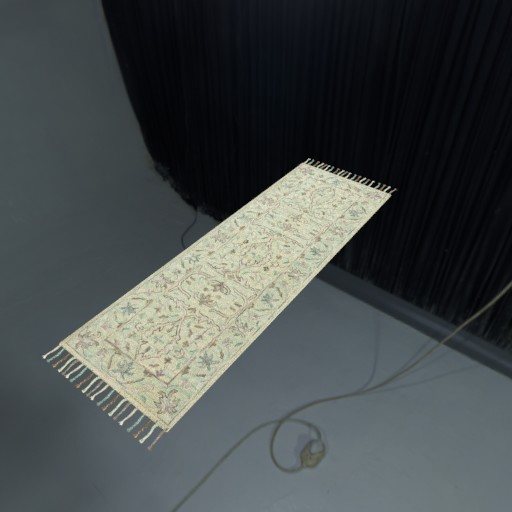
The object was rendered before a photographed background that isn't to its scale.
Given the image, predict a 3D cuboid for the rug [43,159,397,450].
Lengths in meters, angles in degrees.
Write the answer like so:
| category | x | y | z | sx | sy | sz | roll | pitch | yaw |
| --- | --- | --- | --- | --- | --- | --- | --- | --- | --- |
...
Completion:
| category | x | y | z | sx | sy | sz | roll | pitch | yaw |
| --- | --- | --- | --- | --- | --- | --- | --- | --- | --- |
| rug | 0.000 | 0.000 | 2.709 | 0.769 | 0.013 | 2.440 | 27 | 48 | 27 |
